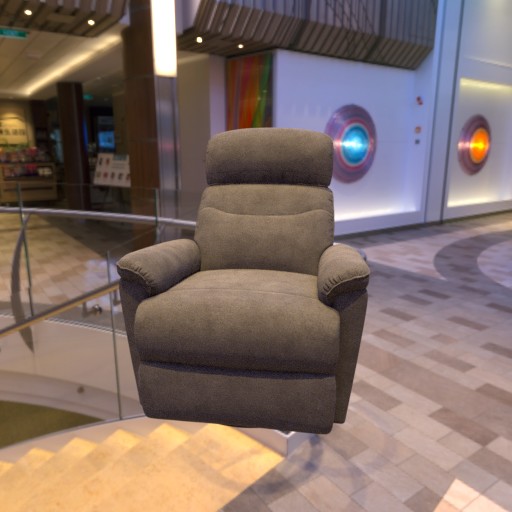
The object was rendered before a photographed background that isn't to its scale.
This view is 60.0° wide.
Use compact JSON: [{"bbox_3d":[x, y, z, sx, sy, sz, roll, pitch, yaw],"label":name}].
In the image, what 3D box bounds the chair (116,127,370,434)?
[{"bbox_3d":[0.000,0.000,1.796,0.830,1.036,1.009,2,14,9],"label":"chair"}]
